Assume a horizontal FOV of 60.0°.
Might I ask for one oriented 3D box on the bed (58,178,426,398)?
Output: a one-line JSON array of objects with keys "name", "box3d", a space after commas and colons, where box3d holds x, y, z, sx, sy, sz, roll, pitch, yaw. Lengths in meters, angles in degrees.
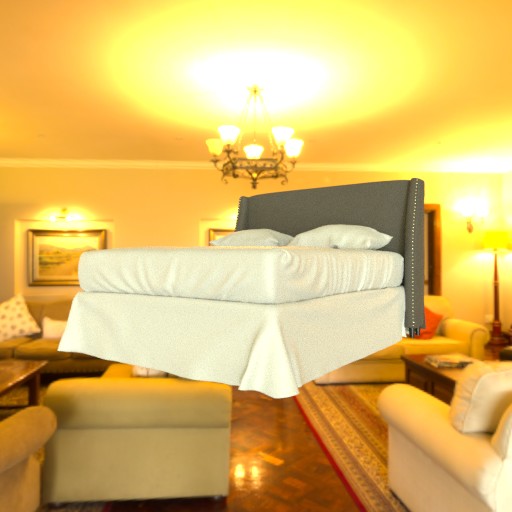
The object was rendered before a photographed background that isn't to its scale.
[{"name": "bed", "box3d": [0.000, 0.000, 3.403, 1.925, 1.332, 2.276, 0, -1, 36]}]
